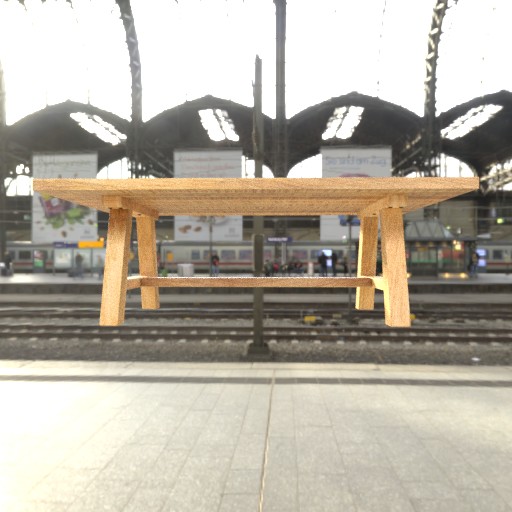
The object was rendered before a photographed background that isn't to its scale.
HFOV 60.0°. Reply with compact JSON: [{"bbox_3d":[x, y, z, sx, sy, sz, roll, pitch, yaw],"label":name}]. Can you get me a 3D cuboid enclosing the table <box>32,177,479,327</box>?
[{"bbox_3d":[0.000,0.000,1.686,1.320,0.455,0.760,0,0,1],"label":"table"}]
